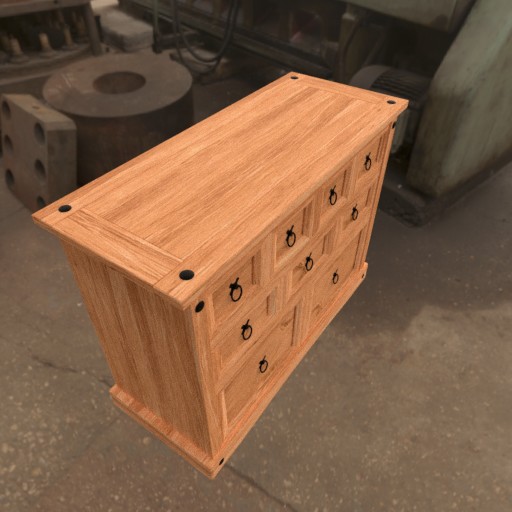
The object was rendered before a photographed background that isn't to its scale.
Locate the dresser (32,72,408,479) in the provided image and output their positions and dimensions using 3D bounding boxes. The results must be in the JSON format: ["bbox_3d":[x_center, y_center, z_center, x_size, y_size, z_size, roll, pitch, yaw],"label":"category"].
[{"bbox_3d":[0.000,0.000,1.350,0.410,0.740,0.990,25,48,26],"label":"dresser"}]
